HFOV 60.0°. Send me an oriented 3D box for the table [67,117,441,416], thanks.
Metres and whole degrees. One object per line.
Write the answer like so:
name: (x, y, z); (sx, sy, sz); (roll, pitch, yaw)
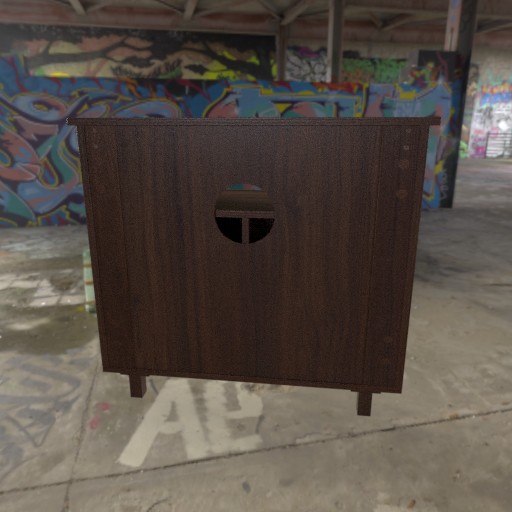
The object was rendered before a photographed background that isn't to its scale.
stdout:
table: (0.000, 0.000, 1.226); (0.802, 0.725, 0.390); (2, 16, 7)
